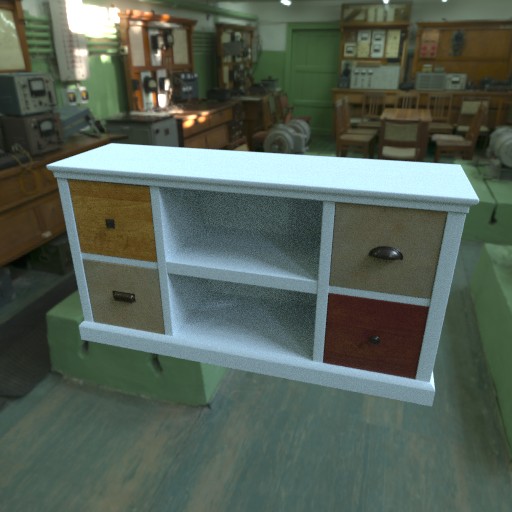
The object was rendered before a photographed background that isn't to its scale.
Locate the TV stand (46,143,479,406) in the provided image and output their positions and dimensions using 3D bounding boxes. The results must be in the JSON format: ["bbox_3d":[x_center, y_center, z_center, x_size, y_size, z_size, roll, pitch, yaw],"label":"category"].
[{"bbox_3d":[0.000,0.000,1.476,1.187,0.624,0.424,7,26,14],"label":"TV stand"}]
